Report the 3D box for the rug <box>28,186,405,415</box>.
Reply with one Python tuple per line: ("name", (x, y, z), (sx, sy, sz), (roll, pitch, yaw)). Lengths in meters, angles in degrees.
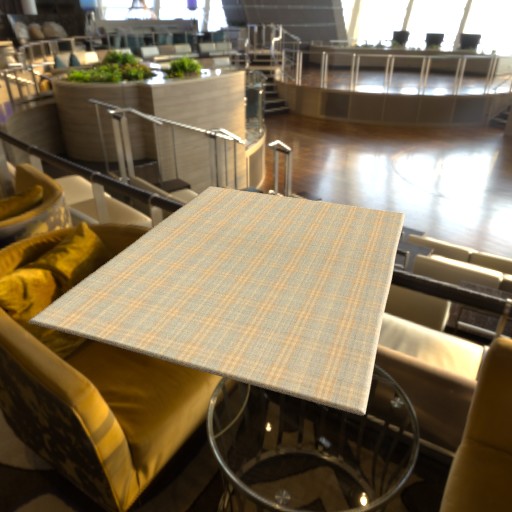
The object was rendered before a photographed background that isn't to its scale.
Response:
("rug", (0.000, 0.000, 4.141), (2.462, 0.030, 3.066), (10, 31, 18))
